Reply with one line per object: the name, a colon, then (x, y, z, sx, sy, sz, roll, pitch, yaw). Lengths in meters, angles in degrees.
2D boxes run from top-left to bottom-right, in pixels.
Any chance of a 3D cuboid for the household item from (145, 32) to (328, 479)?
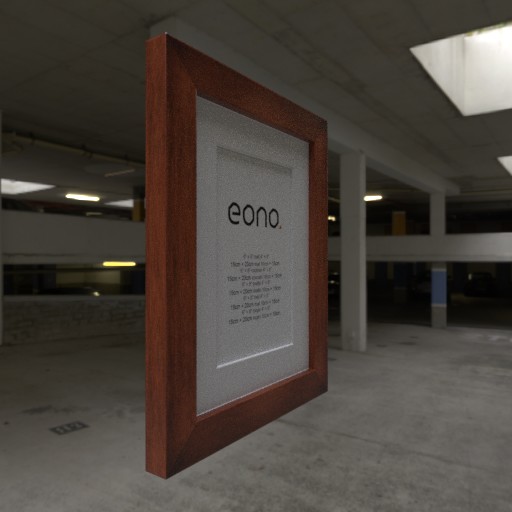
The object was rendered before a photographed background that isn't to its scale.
household item: (0.000, 0.000, 0.335, 0.020, 0.250, 0.200, 0, 0, 36)
